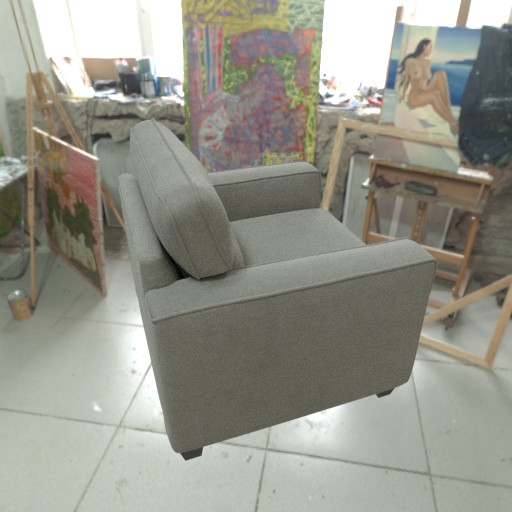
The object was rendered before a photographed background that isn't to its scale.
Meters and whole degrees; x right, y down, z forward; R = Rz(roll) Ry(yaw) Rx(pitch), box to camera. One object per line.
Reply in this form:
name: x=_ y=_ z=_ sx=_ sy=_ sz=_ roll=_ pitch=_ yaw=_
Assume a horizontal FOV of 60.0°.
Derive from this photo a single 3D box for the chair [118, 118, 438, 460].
chair: x=0.000 y=0.000 z=1.769 sx=0.939 sy=0.965 sz=1.015 roll=-11 pitch=33 yaw=-17
